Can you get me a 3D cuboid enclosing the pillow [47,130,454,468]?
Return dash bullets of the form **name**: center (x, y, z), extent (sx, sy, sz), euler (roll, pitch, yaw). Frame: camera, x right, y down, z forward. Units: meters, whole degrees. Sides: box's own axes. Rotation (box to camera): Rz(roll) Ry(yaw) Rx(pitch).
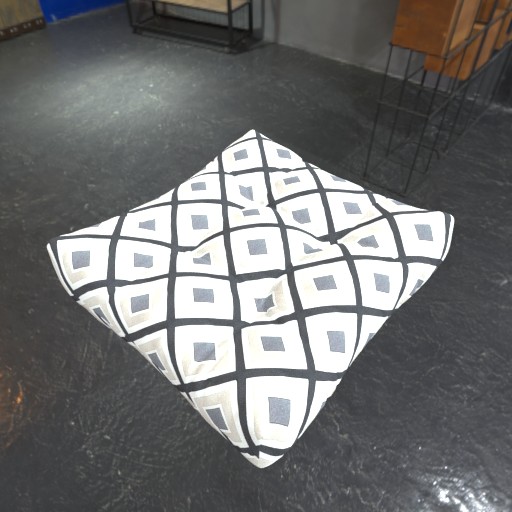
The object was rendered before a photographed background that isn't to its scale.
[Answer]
- **pillow**: center (0.000, 0.000, 0.727), extent (0.468, 0.128, 0.490), euler (32, 53, 28)
